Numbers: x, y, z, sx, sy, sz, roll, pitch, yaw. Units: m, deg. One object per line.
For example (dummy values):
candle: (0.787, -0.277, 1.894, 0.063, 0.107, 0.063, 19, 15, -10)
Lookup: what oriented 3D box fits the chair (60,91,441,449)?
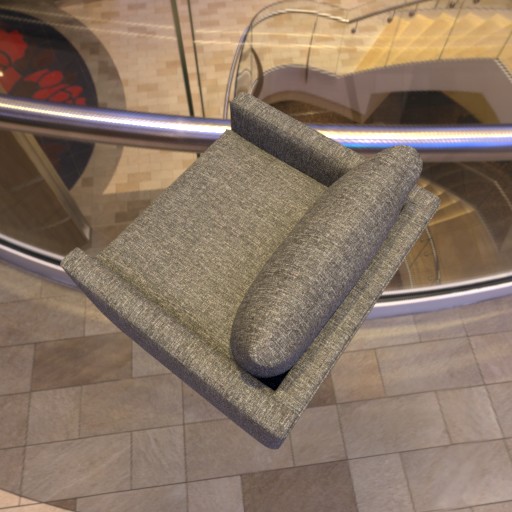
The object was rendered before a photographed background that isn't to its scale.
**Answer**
chair: (0.000, 0.000, 1.586, 0.866, 0.861, 0.963, 34, 67, 16)
